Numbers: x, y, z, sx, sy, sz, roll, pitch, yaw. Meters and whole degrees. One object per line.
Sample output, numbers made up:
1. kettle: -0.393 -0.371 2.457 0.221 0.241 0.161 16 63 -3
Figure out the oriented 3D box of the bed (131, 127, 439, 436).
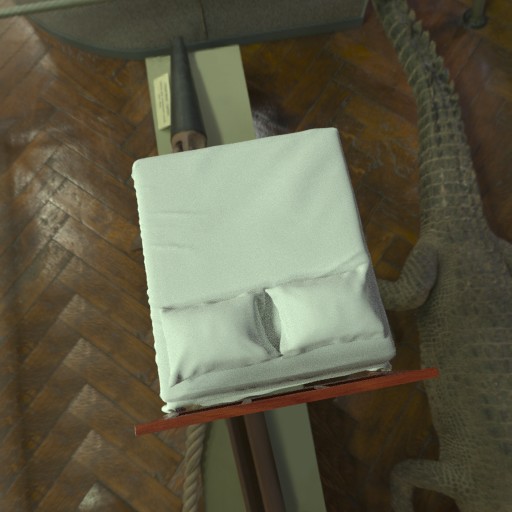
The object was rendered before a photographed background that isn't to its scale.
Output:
1. bed: 0.000 0.000 3.229 1.870 1.270 2.050 -10 75 -3
